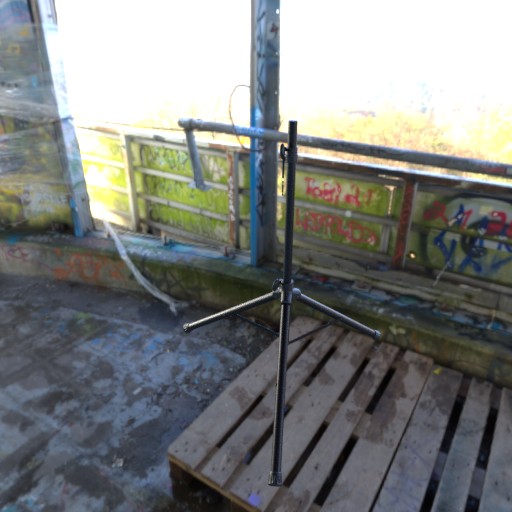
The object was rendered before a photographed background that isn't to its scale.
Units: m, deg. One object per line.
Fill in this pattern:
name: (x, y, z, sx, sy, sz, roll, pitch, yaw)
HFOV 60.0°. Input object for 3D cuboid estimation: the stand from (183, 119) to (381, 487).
stand: (0.000, 0.000, 1.869, 0.907, 1.136, 1.045, 17, 31, 31)
